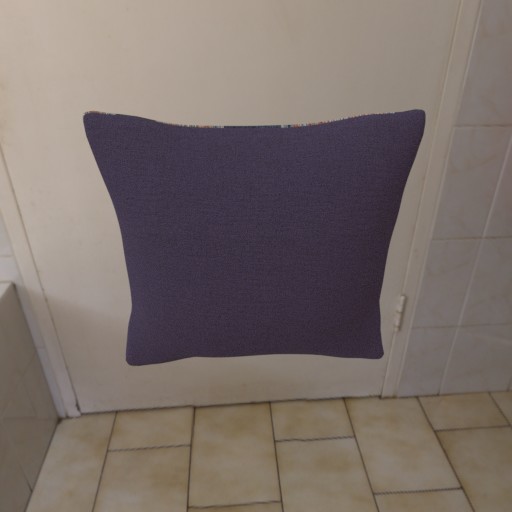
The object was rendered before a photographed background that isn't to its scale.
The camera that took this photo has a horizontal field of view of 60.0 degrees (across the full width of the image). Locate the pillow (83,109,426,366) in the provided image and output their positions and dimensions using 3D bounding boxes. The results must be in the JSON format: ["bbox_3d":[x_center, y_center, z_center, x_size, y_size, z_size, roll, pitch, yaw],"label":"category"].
[{"bbox_3d":[0.000,0.000,0.654,0.437,0.419,0.136,-1,30,-2],"label":"pillow"}]
